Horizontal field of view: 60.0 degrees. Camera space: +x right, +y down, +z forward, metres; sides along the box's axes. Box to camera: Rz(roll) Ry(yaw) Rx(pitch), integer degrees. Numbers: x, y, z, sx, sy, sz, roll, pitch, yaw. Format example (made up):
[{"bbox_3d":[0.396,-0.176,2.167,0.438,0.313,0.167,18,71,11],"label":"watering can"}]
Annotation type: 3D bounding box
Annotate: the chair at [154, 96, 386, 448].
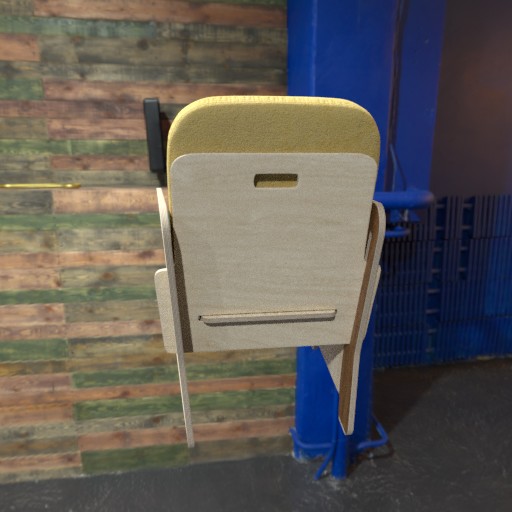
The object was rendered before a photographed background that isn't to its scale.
[{"bbox_3d":[0.000,0.000,1.281,0.590,0.800,0.710,-2,13,-7],"label":"chair"}]
